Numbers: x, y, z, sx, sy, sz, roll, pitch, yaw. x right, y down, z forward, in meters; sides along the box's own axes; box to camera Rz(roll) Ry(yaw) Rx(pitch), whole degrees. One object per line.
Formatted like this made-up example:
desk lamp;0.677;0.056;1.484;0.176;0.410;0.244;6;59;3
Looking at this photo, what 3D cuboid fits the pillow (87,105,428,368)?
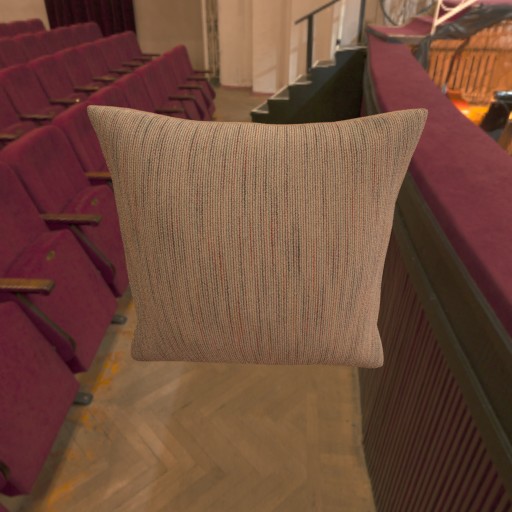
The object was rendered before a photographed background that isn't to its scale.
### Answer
pillow;0.000;0.000;0.778;0.512;0.506;0.178;1;31;2
